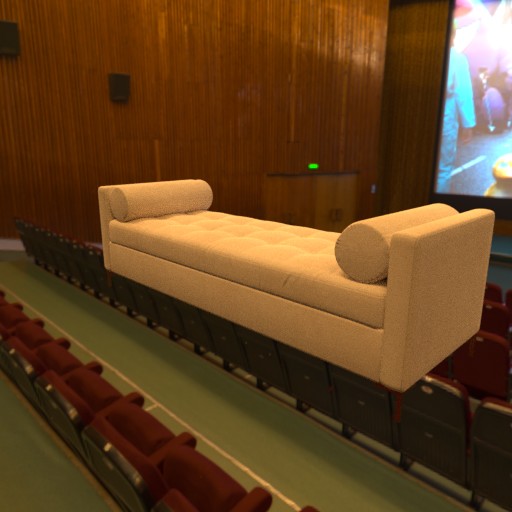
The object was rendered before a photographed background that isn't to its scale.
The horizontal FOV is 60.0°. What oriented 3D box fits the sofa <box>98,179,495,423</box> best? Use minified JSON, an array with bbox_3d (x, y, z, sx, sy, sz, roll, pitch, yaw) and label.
[{"bbox_3d":[0.000,0.000,2.251,1.981,0.635,0.686,14,20,43],"label":"sofa"}]
